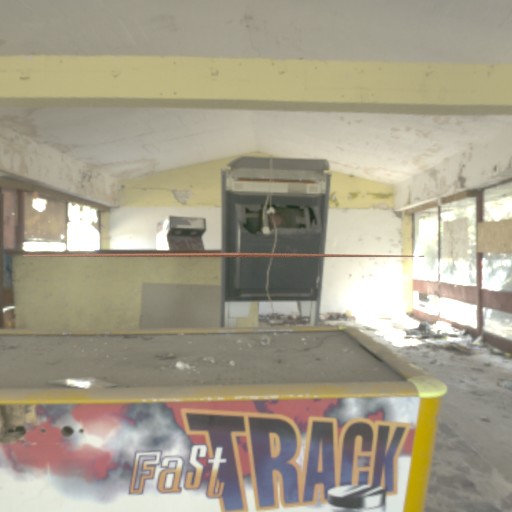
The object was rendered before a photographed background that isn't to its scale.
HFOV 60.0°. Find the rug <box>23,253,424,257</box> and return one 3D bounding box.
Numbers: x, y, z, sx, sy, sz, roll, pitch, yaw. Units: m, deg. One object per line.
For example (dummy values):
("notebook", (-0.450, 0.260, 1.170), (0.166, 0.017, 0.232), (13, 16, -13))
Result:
("rug", (0.000, 0.000, 2.331), (1.217, 0.007, 1.828), (0, 0, 36))
